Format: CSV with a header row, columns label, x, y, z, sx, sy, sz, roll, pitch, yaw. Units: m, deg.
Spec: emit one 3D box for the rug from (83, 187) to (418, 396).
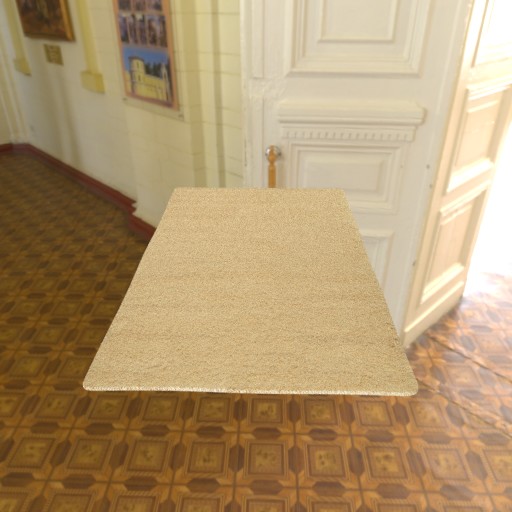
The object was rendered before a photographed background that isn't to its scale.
label,x,y,z,sx,sy,sz,roll,pitch,yaw
rug,0.000,0.000,2.960,1.500,0.026,2.349,1,31,1
